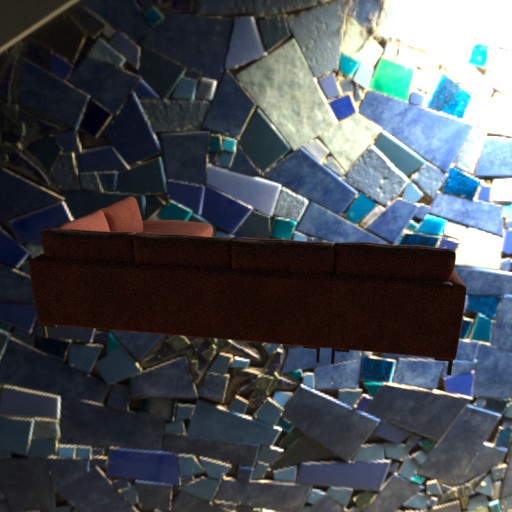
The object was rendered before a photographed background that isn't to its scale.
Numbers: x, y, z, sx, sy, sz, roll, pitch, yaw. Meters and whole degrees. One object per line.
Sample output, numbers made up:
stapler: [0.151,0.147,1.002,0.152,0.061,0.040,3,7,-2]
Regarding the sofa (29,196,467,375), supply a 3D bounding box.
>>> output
sofa: [0.000,0.000,3.572,2.736,0.757,1.879,3,18,9]
